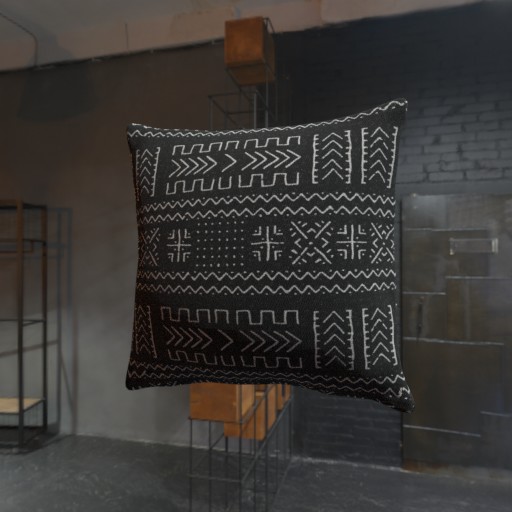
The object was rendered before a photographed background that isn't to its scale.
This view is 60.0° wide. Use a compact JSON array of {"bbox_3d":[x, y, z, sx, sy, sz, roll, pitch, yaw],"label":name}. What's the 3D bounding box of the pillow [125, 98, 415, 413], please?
[{"bbox_3d":[0.000,0.000,0.653,0.438,0.430,0.164,0,-1,17],"label":"pillow"}]
